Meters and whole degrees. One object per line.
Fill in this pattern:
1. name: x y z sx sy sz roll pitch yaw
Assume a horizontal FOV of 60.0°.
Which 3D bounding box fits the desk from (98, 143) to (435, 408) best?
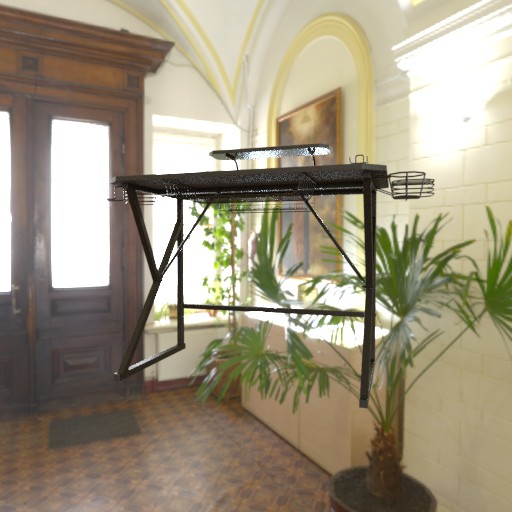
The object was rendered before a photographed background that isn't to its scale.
1. desk: 0.000 0.000 1.706 1.290 0.880 0.580 1 2 18
